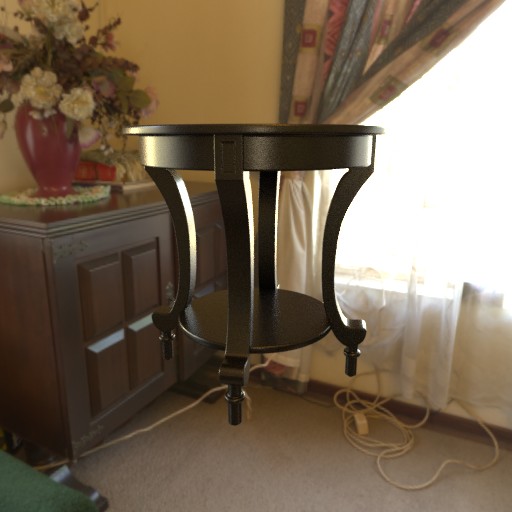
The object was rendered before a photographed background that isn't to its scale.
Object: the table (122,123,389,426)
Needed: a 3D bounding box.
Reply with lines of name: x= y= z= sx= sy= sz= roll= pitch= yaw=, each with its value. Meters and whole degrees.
table: x=0.000 y=0.000 z=1.110 sx=0.597 sy=0.618 sz=0.597 roll=0 pitch=15 yaw=0
